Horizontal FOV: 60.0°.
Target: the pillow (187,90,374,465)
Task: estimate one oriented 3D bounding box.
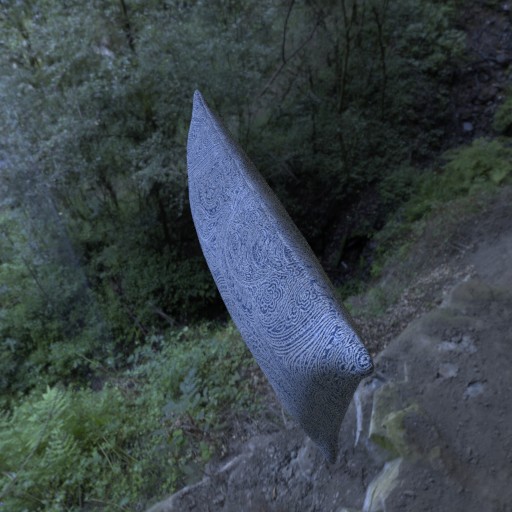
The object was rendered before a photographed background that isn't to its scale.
[{"bbox_3d":[0.000,0.000,0.731,0.151,0.295,0.615,-16,49,-14],"label":"pillow"}]
